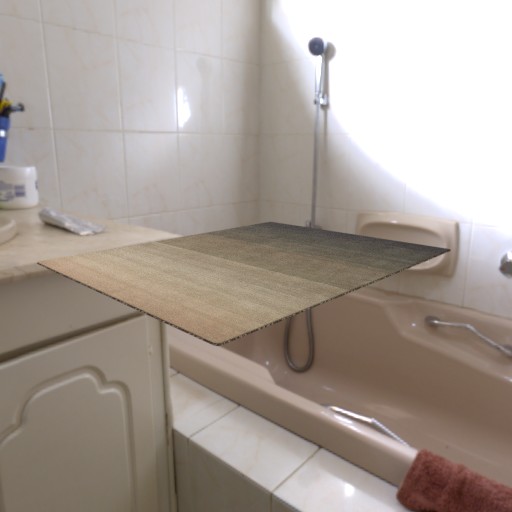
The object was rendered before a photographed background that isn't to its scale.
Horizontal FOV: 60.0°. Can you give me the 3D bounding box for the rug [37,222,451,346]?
[{"bbox_3d":[0.000,0.000,3.921,2.305,0.017,2.902,13,19,43],"label":"rug"}]
